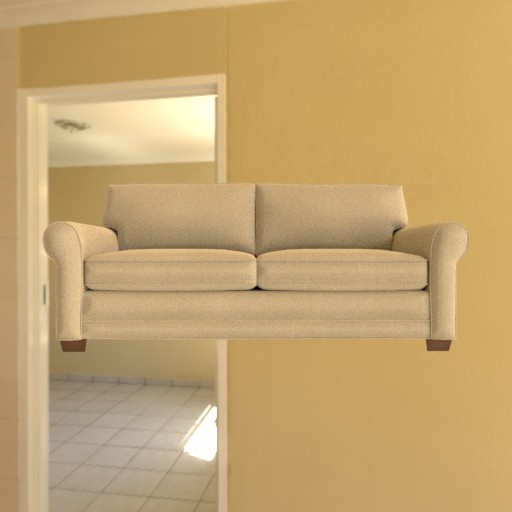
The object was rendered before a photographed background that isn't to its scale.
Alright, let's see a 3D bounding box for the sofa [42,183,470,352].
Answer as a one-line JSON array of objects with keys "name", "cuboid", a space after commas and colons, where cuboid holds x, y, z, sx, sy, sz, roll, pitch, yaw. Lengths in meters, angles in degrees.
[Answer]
[{"name": "sofa", "cuboid": [0.000, 0.000, 2.648, 2.146, 0.962, 0.901, 0, 0, -1]}]
